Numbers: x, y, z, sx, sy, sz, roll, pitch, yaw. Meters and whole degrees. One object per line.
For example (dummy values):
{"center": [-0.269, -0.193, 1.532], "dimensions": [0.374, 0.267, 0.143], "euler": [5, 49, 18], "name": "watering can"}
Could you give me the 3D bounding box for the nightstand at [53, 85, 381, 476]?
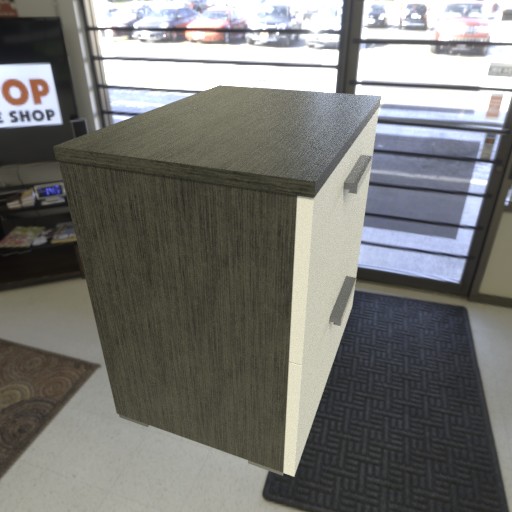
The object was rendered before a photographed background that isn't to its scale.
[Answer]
{"center": [0.000, 0.000, 0.748], "dimensions": [0.325, 0.460, 0.441], "euler": [11, 32, 18], "name": "nightstand"}
